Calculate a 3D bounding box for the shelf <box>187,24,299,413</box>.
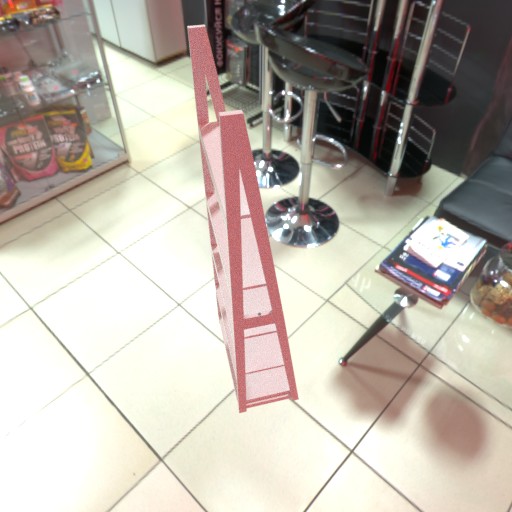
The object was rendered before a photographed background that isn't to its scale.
[{"bbox_3d":[0.000,0.000,2.014,0.341,1.779,0.636,-10,48,-9],"label":"shelf"}]
